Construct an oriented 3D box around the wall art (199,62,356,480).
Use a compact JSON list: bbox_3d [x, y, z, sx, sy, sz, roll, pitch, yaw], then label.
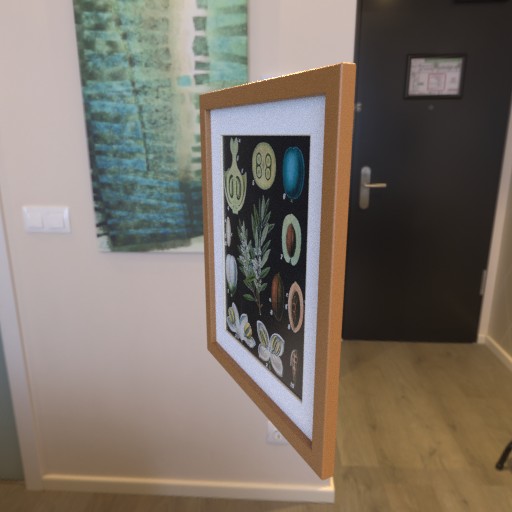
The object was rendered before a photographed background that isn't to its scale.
[{"bbox_3d":[0.000,0.000,0.519,0.015,0.379,0.310,-8,17,-26],"label":"wall art"}]
